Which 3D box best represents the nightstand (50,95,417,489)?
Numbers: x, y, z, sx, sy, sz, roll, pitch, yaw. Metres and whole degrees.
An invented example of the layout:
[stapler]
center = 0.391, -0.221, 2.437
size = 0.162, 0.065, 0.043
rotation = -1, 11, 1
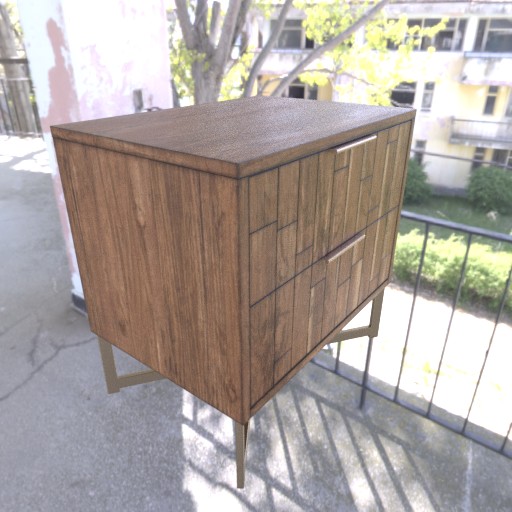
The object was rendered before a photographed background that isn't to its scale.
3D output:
[nightstand]
center = 0.000, 0.000, 1.005
size = 0.446, 0.610, 0.610
rotation = 19, 32, 34
